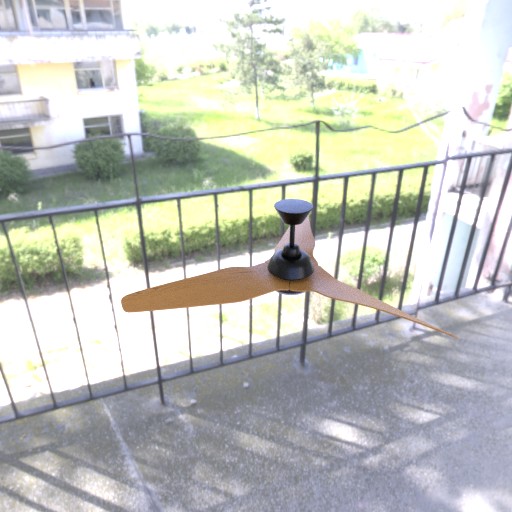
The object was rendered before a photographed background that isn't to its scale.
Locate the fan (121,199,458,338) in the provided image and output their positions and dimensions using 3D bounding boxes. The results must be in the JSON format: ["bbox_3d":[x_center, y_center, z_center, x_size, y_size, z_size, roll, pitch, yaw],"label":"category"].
[{"bbox_3d":[0.000,0.000,1.666,1.010,0.355,1.142,-11,30,-19],"label":"fan"}]
